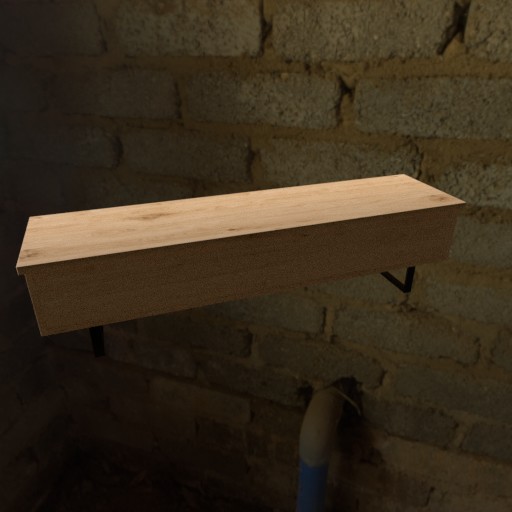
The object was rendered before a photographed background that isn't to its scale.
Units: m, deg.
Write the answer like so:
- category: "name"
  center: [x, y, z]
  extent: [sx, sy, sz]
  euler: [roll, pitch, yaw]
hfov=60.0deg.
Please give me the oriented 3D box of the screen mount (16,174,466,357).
- category: "screen mount"
  center: [0.000, 0.000, 1.881]
  extent: [1.700, 0.430, 0.450]
  euler: [-9, 29, -17]
